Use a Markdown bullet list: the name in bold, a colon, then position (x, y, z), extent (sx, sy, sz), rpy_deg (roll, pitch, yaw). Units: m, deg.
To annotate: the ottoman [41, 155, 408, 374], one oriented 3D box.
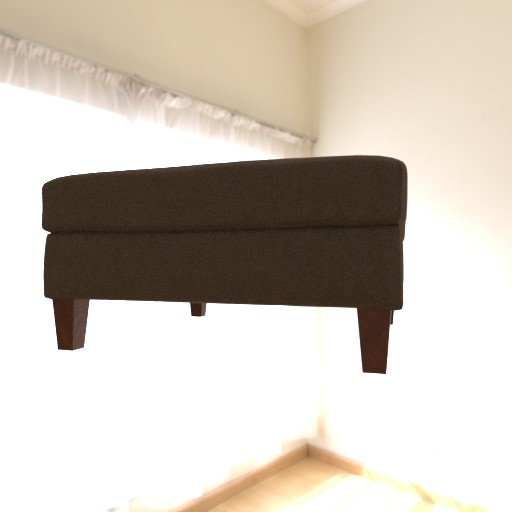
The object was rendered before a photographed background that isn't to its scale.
- **ottoman**: position (0.000, 0.000, 1.369), extent (0.881, 0.482, 0.861), rpy_deg (0, -1, 18)
